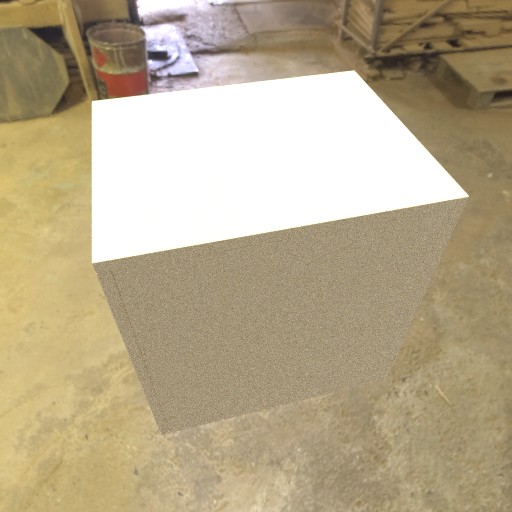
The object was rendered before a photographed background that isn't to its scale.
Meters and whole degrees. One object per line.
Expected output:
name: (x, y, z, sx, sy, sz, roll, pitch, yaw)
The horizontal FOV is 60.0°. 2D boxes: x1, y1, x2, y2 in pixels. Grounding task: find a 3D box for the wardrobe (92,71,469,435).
wardrobe: (0.000, 0.000, 0.885, 0.500, 0.520, 0.400, -10, 48, -10)
